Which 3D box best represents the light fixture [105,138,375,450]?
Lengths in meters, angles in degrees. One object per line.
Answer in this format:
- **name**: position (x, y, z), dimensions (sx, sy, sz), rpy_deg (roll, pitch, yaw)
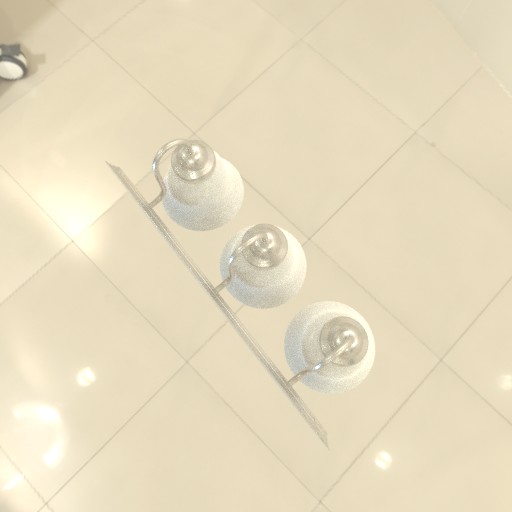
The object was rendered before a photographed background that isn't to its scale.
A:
- **light fixture**: position (0.000, 0.000, 0.729), dimensions (0.199, 0.222, 0.610), rpy_deg (-38, 78, -9)
